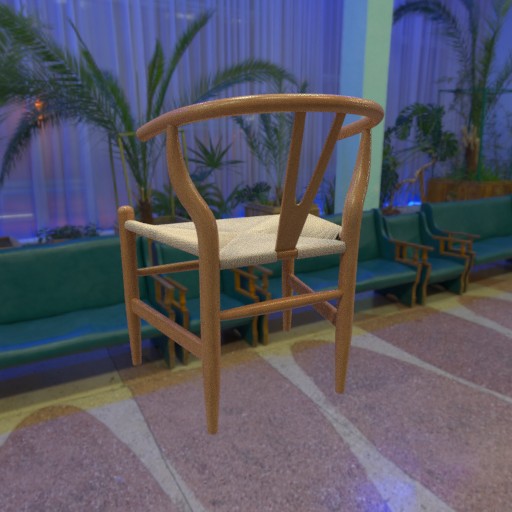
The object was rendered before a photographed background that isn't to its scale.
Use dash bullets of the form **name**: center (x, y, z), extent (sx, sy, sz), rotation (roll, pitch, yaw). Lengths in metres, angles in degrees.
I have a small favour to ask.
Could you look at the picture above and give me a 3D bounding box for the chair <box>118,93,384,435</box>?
- **chair**: center (0.000, 0.000, 1.127), extent (0.569, 0.730, 0.579), rotation (-8, 16, -27)
